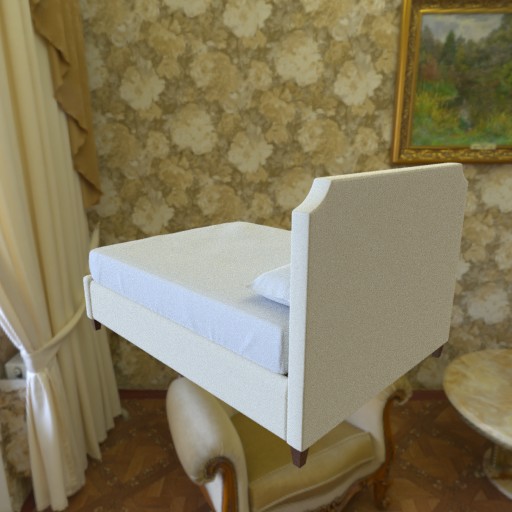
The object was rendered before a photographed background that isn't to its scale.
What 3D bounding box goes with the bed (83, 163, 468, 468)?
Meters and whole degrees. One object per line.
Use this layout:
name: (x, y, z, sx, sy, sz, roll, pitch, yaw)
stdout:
bed: (0.000, 0.000, 3.333, 1.703, 1.415, 2.329, -15, 22, -43)
